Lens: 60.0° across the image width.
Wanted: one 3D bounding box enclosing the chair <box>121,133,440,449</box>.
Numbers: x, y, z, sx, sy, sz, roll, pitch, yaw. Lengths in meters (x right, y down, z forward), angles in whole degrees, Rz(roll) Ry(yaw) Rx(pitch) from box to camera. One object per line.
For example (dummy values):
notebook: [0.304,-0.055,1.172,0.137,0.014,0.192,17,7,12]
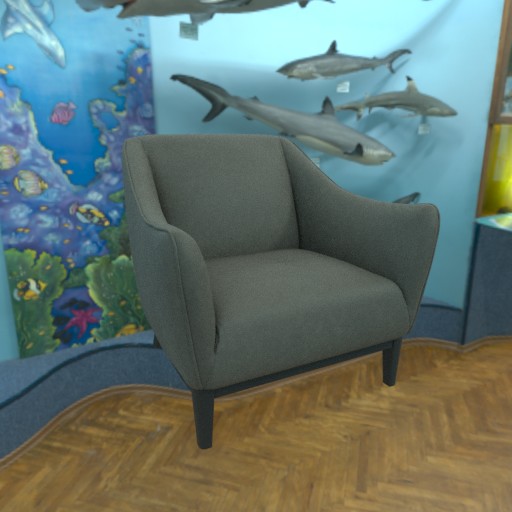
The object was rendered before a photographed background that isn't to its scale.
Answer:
chair: [0.000,0.000,1.560,0.871,0.830,0.852,-8,17,-26]
